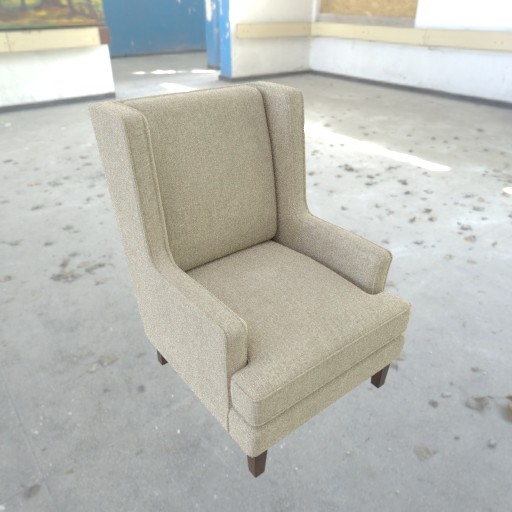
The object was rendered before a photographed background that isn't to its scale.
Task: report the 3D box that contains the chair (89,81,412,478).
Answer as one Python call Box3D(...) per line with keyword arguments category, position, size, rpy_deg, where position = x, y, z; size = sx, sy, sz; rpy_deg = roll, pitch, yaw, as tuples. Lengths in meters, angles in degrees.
Box3D(category="chair", position=(0.000, 0.000, 1.683), size=(0.764, 1.082, 0.948), rpy_deg=(-22, 37, -32))
